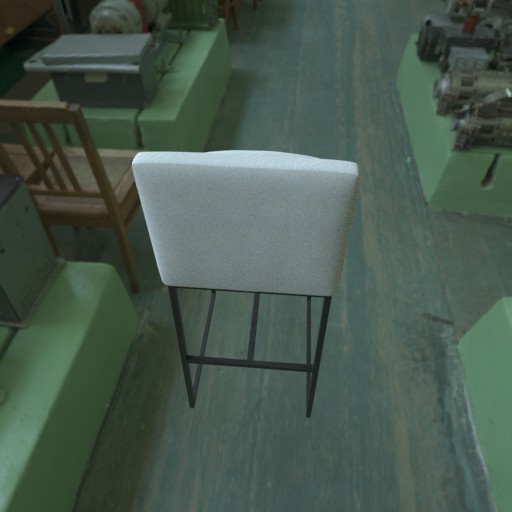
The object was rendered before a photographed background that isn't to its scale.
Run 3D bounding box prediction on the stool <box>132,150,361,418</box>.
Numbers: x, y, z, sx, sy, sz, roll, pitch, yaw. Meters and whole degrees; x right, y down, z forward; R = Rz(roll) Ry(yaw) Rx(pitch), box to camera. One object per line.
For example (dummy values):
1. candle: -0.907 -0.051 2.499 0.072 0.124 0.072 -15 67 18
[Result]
1. stool: 0.000 0.000 1.401 0.464 1.061 0.573 4 46 3
